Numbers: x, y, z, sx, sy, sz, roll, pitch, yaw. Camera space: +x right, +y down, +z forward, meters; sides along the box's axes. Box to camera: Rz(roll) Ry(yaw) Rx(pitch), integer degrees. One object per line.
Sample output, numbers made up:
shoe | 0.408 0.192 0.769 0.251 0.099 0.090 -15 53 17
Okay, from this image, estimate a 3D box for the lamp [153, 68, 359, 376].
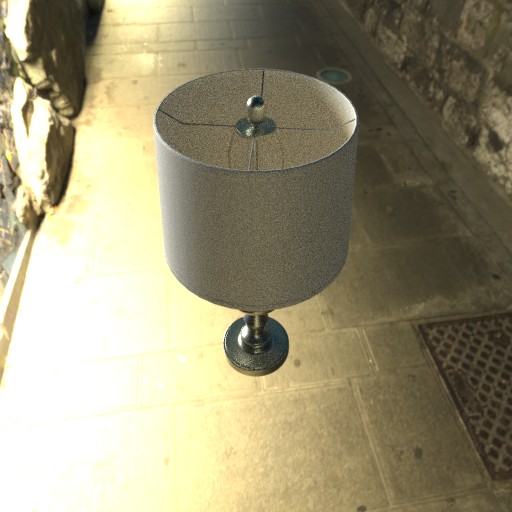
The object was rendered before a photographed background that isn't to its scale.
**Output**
lamp | 0.000 0.000 0.970 0.383 0.733 0.383 0 46 0
